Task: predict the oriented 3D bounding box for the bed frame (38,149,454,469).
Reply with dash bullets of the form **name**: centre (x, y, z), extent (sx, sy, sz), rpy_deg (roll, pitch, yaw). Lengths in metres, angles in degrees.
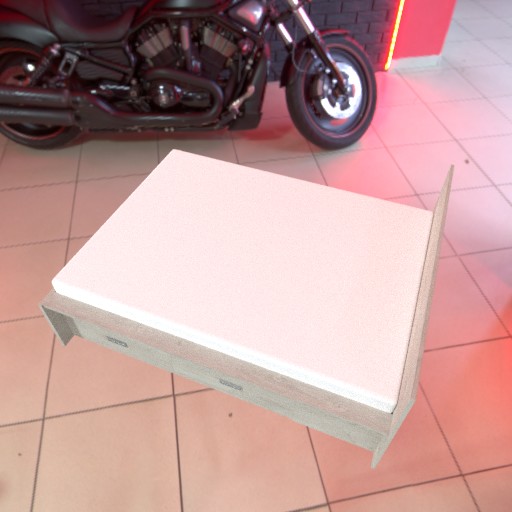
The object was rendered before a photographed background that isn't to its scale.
- **bed frame**: centre (0.000, 0.000, 2.737), extent (1.960, 0.800, 1.622), rpy_deg (16, 49, 15)
